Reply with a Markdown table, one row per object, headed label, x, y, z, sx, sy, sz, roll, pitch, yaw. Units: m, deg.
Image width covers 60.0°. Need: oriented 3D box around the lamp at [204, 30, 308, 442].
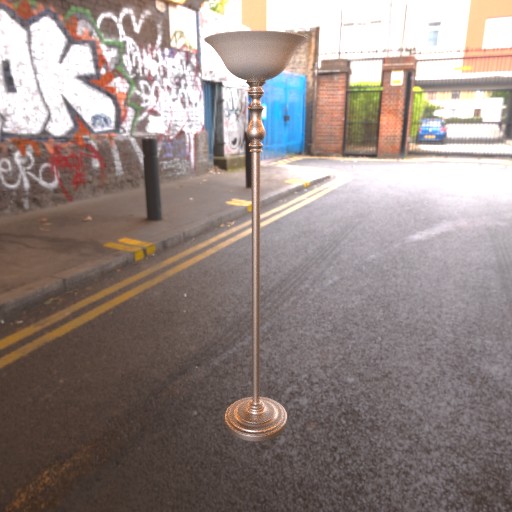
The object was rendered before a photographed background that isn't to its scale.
| label | x | y | z | sx | sy | sz | roll | pitch | yaw |
| --- | --- | --- | --- | --- | --- | --- | --- | --- | --- |
| lamp | 0.000 | 0.000 | 1.997 | 0.405 | 1.771 | 0.405 | -8 | 19 | -25 |
